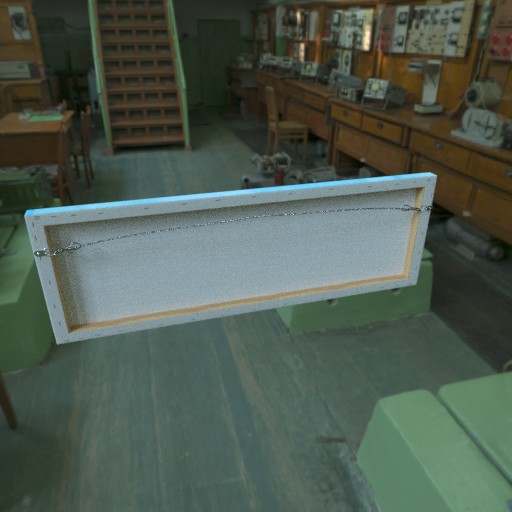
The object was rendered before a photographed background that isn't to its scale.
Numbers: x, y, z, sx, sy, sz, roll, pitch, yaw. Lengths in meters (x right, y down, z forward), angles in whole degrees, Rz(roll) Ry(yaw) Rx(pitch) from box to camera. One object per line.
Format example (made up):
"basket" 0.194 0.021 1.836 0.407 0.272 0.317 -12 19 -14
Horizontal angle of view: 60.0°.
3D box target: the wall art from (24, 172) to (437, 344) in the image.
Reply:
"wall art" 0.000 0.000 0.848 0.759 0.254 0.044 -8 28 -15
